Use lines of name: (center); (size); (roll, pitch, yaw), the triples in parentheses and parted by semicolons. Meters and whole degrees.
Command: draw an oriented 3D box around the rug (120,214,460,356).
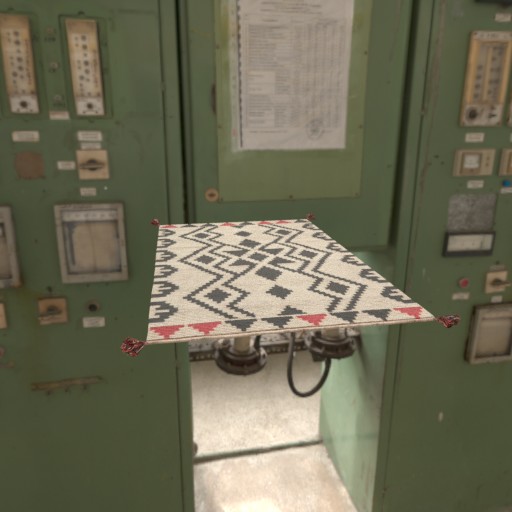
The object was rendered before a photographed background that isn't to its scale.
rug: (0.000, 0.000, 3.391); (1.741, 0.066, 2.672); (-3, 18, -10)
